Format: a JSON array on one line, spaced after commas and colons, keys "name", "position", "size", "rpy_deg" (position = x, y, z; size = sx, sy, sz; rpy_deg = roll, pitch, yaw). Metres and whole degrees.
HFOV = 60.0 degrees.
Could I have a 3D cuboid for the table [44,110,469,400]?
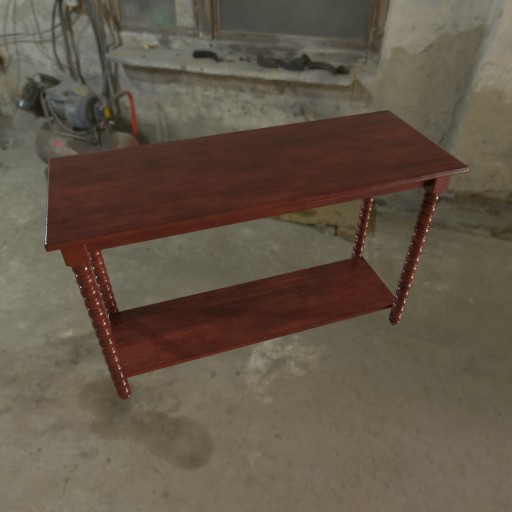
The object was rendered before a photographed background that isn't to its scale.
[{"name": "table", "position": [0.000, 0.000, 1.565], "size": [1.184, 0.740, 0.459], "rpy_deg": [-12, 42, -14]}]
